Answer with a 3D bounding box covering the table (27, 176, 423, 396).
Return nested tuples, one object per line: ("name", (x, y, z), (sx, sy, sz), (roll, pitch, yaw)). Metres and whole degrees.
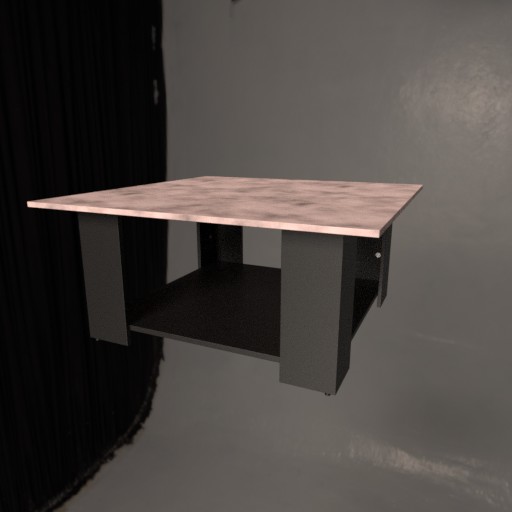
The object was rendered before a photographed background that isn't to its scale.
("table", (0.000, 0.000, 1.057), (0.670, 0.305, 0.670), (7, 16, 24))
